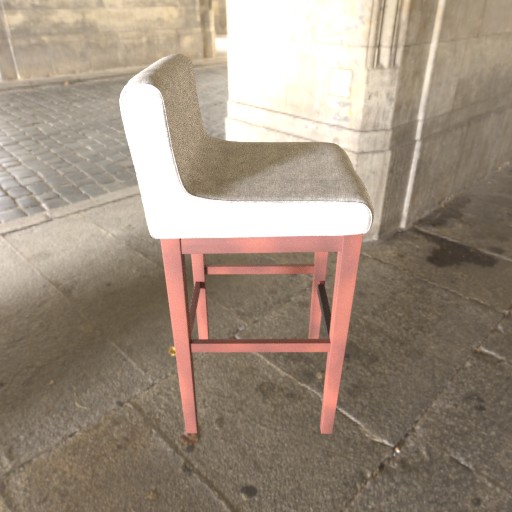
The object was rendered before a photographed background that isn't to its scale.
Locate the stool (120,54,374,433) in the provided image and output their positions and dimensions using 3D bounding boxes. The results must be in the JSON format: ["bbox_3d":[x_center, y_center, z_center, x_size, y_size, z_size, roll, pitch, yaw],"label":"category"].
[{"bbox_3d":[0.000,0.000,1.196,0.499,0.965,0.426,0,31,0],"label":"stool"}]
